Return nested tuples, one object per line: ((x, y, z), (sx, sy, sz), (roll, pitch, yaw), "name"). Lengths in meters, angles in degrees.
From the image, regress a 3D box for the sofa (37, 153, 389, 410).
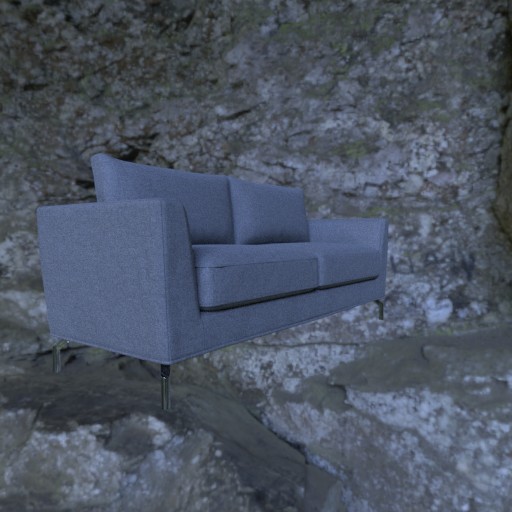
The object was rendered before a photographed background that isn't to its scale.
((0.000, 0.000, 2.645), (0.869, 1.002, 2.212), (2, 3, 36), "sofa")
